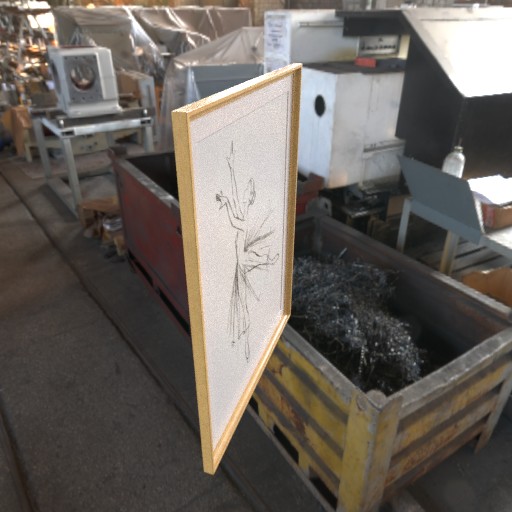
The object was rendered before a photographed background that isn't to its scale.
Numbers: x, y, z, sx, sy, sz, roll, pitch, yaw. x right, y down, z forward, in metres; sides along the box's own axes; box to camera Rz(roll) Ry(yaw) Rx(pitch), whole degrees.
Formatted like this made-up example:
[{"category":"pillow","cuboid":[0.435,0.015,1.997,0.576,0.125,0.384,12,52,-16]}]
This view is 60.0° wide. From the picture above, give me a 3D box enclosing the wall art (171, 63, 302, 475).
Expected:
[{"category":"wall art","cuboid":[0.000,0.000,1.347,0.030,1.002,0.798,10,31,17]}]
